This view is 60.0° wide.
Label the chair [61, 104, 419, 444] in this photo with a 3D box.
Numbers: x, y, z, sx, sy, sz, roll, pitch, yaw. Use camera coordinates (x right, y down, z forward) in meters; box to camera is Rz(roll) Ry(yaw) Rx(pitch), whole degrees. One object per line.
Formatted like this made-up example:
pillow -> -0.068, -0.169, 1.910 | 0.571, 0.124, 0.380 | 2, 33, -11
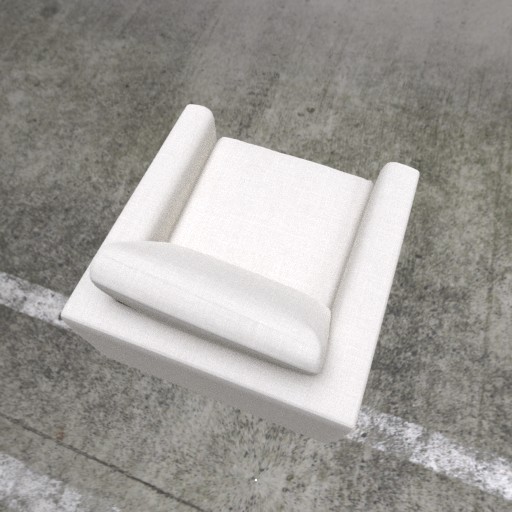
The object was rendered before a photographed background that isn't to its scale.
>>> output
chair -> 0.000, 0.000, 1.842 | 1.070, 0.876, 1.100 | 19, 65, 9
